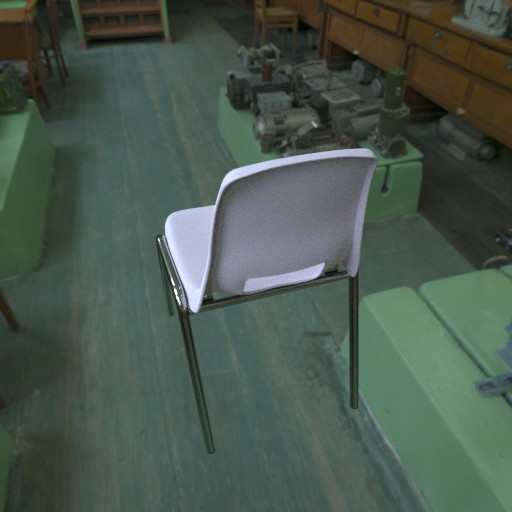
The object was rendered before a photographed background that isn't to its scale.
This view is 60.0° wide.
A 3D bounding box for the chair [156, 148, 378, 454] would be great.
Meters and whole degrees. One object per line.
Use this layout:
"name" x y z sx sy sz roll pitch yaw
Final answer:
"chair" 0.000 0.000 0.919 0.381 0.653 0.436 -12 41 -14
